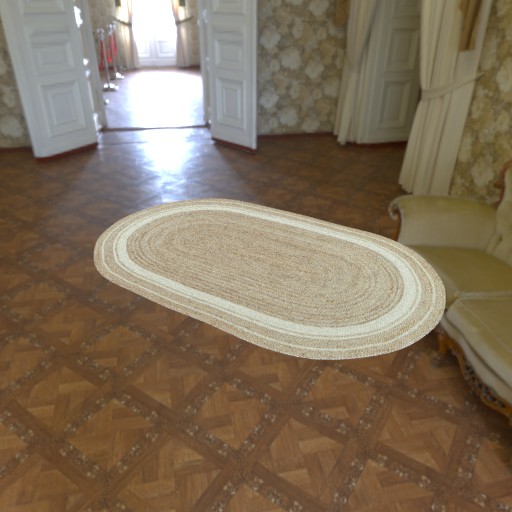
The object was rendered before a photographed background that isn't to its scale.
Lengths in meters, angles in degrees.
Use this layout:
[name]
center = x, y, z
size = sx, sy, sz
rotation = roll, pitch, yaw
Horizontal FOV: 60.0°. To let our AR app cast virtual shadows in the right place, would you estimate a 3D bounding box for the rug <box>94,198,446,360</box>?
[rug]
center = 0.000, 0.000, 3.005
size = 2.432, 0.006, 1.520
rotation = 17, 34, 28
